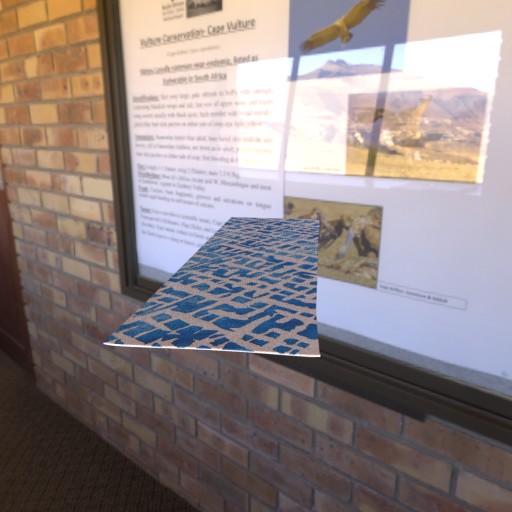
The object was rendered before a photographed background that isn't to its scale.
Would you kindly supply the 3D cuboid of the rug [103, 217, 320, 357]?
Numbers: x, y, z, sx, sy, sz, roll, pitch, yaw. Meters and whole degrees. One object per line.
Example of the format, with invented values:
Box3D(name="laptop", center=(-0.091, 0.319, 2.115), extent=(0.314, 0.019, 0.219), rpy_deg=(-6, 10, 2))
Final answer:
Box3D(name="rug", center=(0.000, 0.000, 2.692), extent=(0.768, 0.011, 2.446), rpy_deg=(2, 16, 7))
